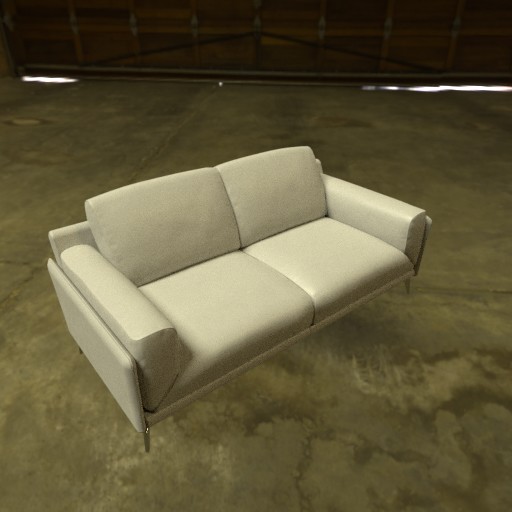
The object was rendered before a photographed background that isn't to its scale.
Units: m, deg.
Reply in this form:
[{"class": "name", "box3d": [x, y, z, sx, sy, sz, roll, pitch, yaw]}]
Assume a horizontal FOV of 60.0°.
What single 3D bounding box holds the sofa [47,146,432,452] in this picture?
[{"class": "sofa", "box3d": [0.000, 0.000, 2.666, 2.101, 0.930, 1.049, -22, 36, -33]}]
